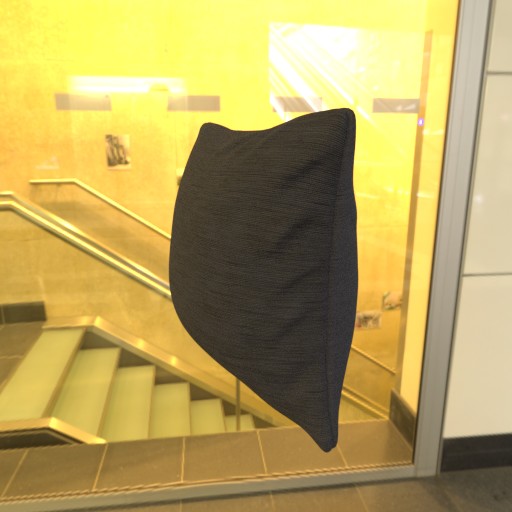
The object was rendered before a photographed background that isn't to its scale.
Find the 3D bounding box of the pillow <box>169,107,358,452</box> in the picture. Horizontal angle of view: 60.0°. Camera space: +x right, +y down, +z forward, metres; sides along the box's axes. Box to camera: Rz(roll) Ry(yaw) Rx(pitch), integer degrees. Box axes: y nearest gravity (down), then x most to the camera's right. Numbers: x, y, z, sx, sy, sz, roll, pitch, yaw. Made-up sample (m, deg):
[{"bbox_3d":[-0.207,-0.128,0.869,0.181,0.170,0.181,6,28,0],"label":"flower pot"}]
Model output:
[{"bbox_3d":[0.000,0.000,0.688,0.246,0.414,0.432,-7,16,-26],"label":"pillow"}]
